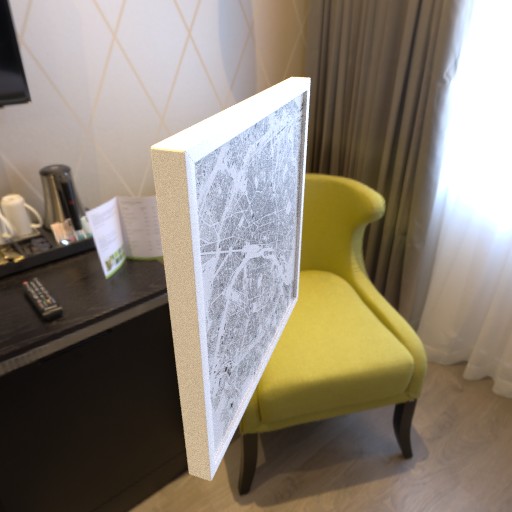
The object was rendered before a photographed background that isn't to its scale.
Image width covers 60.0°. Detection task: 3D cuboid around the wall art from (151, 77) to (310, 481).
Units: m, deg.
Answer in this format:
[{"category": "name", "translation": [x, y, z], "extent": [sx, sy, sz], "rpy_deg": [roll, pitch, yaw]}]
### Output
[{"category": "wall art", "translation": [0.000, 0.000, 0.758], "extent": [0.038, 0.508, 0.508], "rpy_deg": [10, 31, 17]}]
